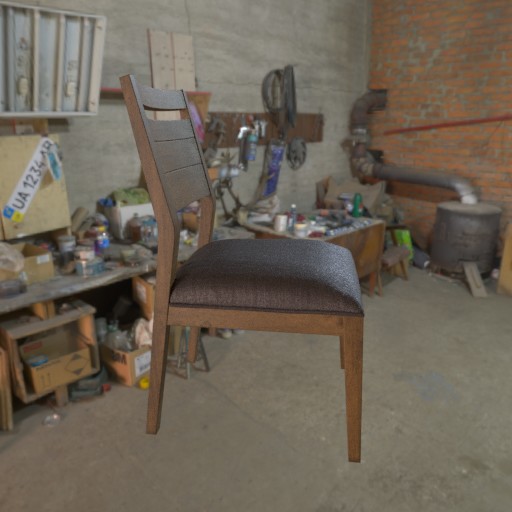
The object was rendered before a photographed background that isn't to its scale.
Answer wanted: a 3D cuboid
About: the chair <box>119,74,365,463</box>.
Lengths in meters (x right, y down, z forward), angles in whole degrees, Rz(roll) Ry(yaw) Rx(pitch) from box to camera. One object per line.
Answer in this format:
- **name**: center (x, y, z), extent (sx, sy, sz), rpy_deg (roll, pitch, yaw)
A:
- **chair**: center (0.000, 0.000, 1.280), extent (0.610, 0.939, 0.501), rpy_deg (2, 16, 8)
